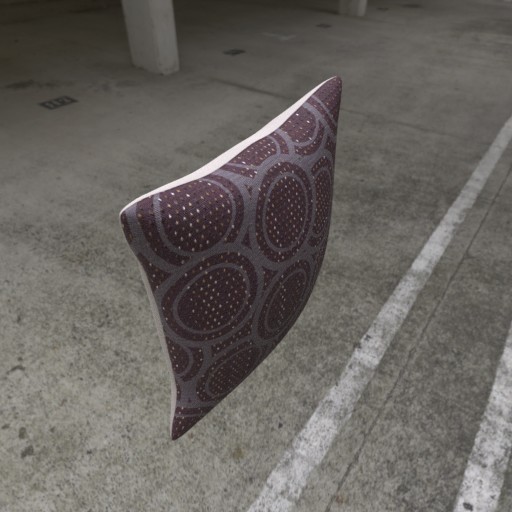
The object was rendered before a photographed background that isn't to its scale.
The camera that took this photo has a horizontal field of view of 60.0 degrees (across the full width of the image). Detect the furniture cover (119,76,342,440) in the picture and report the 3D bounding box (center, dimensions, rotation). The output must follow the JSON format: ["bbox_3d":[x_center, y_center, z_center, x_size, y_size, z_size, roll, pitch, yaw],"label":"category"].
[{"bbox_3d":[0.000,0.000,0.826,0.193,0.509,0.552,24,46,25],"label":"furniture cover"}]
